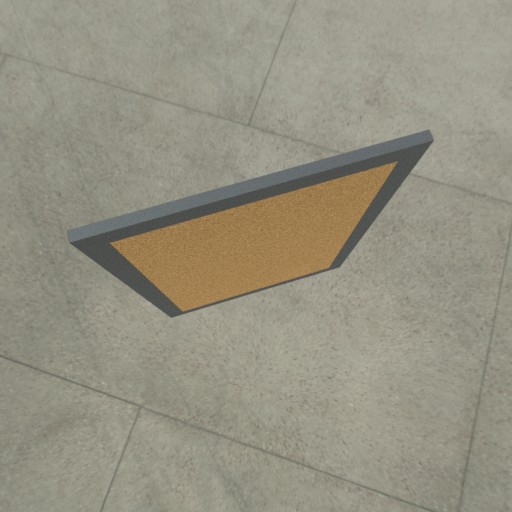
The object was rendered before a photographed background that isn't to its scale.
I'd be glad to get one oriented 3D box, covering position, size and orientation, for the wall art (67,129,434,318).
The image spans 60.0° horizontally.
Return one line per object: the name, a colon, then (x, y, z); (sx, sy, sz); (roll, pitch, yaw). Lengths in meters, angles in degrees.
wall art: (0.000, 0.000, 0.699); (0.380, 0.534, 0.013); (-16, 75, -5)
